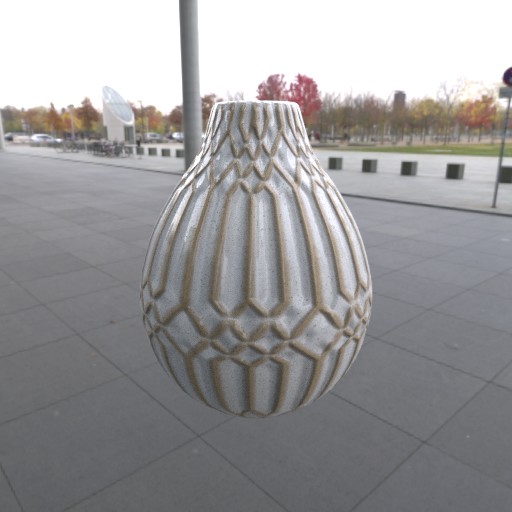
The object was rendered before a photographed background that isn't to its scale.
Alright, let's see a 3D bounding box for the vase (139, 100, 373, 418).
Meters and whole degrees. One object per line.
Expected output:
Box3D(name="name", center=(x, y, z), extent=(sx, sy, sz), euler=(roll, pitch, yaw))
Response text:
Box3D(name="vase", center=(0.000, 0.000, 0.306), extent=(0.159, 0.200, 0.159), euler=(0, 16, 0))
